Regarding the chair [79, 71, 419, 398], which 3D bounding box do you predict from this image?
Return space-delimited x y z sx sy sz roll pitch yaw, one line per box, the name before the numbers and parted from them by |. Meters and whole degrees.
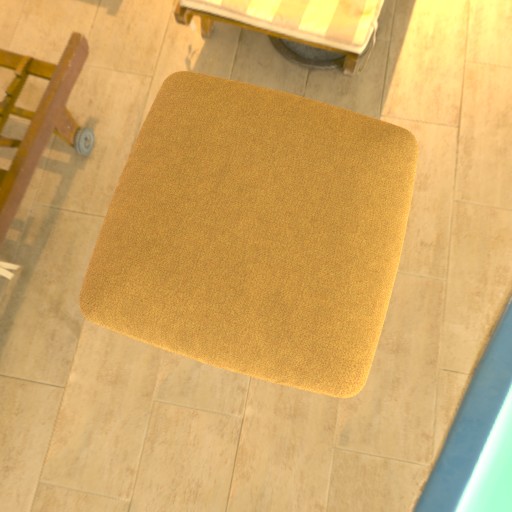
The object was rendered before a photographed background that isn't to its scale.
chair | 0.000 0.000 0.700 0.350 0.440 0.350 16 77 4
